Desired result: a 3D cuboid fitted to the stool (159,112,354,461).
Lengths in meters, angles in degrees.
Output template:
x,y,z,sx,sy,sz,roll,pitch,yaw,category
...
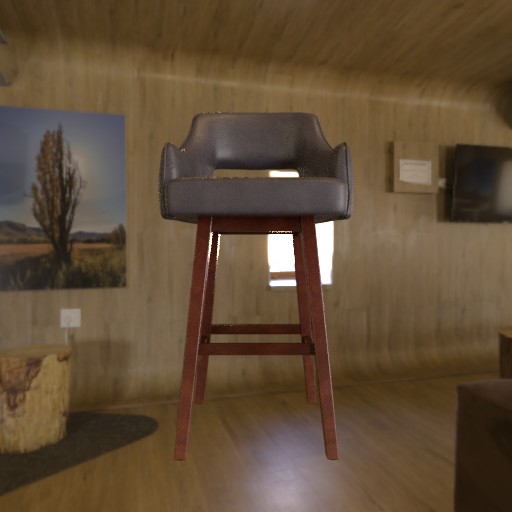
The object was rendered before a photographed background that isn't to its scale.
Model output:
x,y,z,sx,sy,sz,roll,pitch,yaw,category
0.000,0.000,1.380,0.550,1.041,0.560,0,1,0,stool
